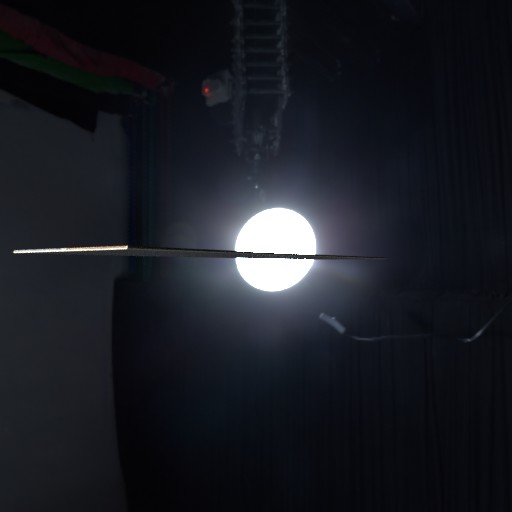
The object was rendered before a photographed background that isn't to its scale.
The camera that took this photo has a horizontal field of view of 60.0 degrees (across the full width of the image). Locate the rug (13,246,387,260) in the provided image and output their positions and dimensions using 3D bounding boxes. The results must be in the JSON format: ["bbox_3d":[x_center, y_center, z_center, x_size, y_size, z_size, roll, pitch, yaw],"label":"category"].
[{"bbox_3d":[0.000,0.000,2.453,0.687,0.011,2.287,-1,-2,35],"label":"rug"}]
